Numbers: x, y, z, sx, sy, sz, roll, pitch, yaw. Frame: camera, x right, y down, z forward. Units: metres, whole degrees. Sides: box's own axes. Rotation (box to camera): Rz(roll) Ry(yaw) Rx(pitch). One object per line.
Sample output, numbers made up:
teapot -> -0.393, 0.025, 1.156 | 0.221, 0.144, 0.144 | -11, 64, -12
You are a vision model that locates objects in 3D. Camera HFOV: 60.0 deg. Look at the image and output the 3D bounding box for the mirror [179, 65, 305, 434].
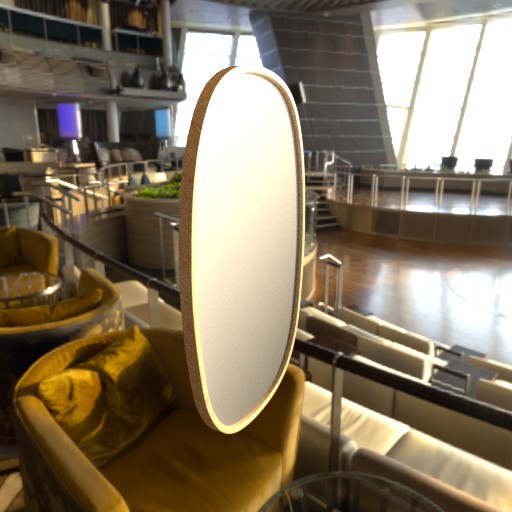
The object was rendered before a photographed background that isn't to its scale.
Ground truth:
mirror -> 0.000, 0.000, 1.357 | 0.037, 1.075, 0.724 | 8, 17, 26
